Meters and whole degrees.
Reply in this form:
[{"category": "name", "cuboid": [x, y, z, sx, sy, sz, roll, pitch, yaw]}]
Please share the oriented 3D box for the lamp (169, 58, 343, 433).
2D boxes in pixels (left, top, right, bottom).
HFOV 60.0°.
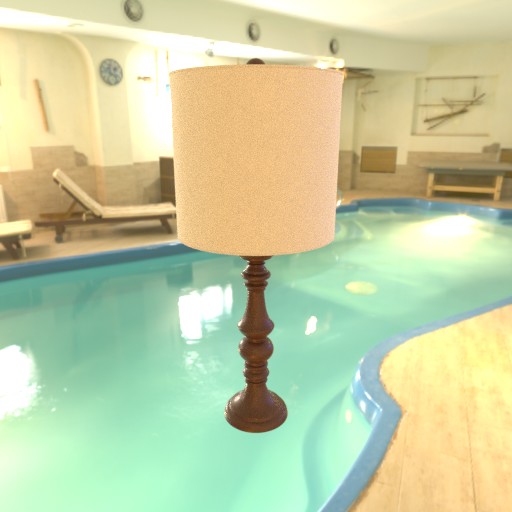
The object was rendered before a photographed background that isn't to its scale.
[{"category": "lamp", "cuboid": [0.000, 0.000, 0.727, 0.250, 0.597, 0.250, 9, 19, 26]}]
